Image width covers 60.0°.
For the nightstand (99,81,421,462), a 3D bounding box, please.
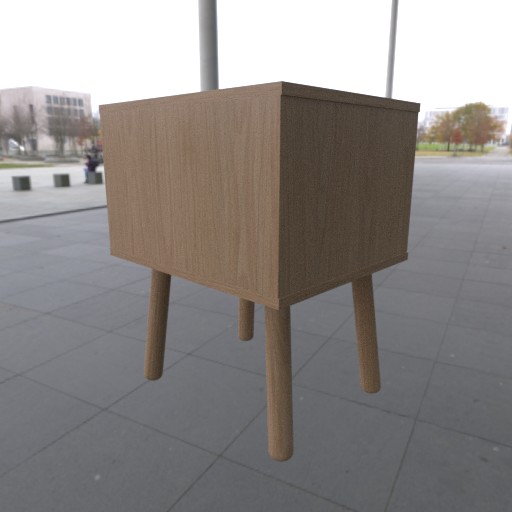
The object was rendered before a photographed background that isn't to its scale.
[{"bbox_3d":[0.000,0.000,0.877,0.450,0.571,0.380,13,19,42],"label":"nightstand"}]
